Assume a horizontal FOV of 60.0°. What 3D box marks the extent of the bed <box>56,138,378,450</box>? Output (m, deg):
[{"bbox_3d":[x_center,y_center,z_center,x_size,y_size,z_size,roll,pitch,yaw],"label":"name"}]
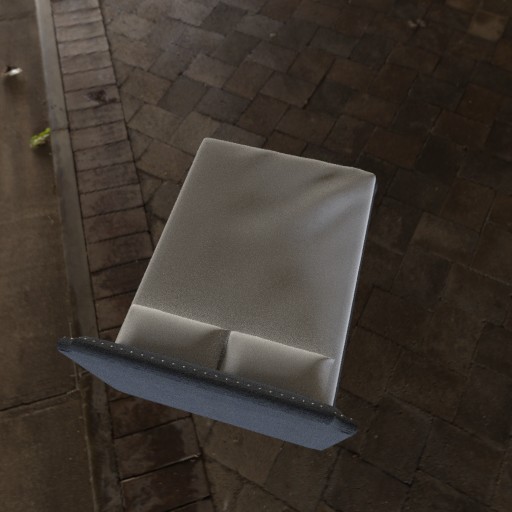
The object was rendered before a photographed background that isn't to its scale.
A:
[{"bbox_3d":[0.000,0.000,3.414,1.713,1.443,2.372,14,64,7],"label":"bed"}]
